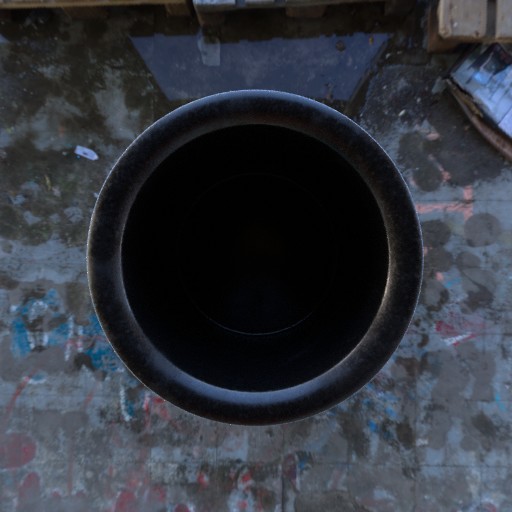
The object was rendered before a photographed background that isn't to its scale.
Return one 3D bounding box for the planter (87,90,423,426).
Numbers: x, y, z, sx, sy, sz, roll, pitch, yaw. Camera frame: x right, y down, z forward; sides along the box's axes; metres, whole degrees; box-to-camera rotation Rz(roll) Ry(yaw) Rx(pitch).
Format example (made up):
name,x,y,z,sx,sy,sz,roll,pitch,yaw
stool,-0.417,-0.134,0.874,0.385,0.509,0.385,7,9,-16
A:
name,x,y,z,sx,sy,sz,roll,pitch,yaw
planter,0.000,0.000,0.282,0.160,0.156,0.160,0,91,1
